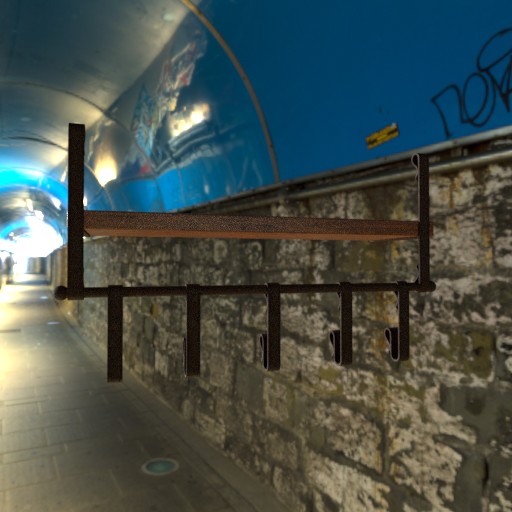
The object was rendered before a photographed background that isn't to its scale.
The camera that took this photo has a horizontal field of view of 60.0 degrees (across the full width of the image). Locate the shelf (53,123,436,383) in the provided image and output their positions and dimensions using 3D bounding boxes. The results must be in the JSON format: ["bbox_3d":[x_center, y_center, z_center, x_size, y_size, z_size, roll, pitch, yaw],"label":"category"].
[{"bbox_3d":[0.000,0.000,0.694,0.567,0.330,0.146,0,-1,-17],"label":"shelf"}]
